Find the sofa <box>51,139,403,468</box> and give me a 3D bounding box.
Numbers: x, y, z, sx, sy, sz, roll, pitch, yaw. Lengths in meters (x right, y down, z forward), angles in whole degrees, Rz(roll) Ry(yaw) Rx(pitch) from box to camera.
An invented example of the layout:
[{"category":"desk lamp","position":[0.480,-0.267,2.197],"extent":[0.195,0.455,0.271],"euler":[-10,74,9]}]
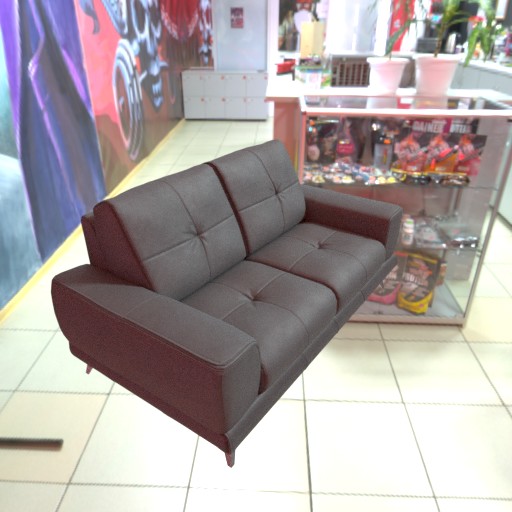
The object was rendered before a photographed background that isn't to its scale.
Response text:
[{"category":"sofa","position":[0.000,0.000,2.359],"extent":[1.018,0.907,1.806],"euler":[18,33,31]}]
